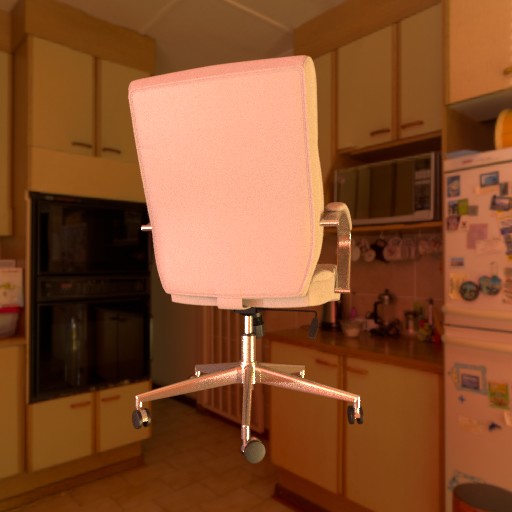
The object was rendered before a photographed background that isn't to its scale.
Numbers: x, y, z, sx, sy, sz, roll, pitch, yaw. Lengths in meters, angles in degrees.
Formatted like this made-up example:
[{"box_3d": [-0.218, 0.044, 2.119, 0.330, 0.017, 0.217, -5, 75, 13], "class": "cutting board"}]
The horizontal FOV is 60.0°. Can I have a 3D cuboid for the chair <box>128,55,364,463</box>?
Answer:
[{"box_3d": [0.000, 0.000, 1.543, 0.727, 1.099, 0.745, 0, -1, 18], "class": "chair"}]
